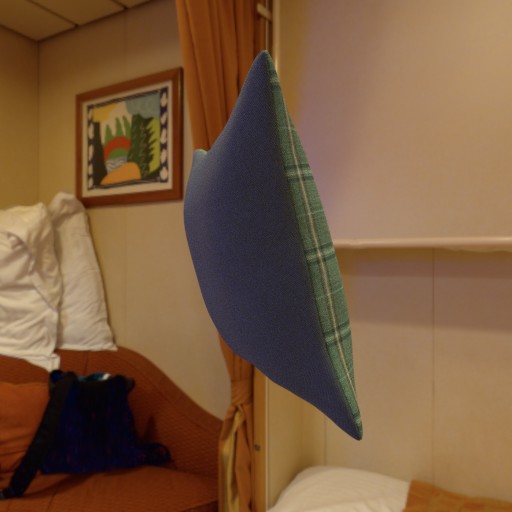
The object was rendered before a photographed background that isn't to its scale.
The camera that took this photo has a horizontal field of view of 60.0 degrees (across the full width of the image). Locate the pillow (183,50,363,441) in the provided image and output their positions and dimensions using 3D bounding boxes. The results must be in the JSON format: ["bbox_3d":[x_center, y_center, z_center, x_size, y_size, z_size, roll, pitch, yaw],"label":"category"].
[{"bbox_3d":[0.000,0.000,0.691,0.200,0.430,0.453,0,-1,-17],"label":"pillow"}]
